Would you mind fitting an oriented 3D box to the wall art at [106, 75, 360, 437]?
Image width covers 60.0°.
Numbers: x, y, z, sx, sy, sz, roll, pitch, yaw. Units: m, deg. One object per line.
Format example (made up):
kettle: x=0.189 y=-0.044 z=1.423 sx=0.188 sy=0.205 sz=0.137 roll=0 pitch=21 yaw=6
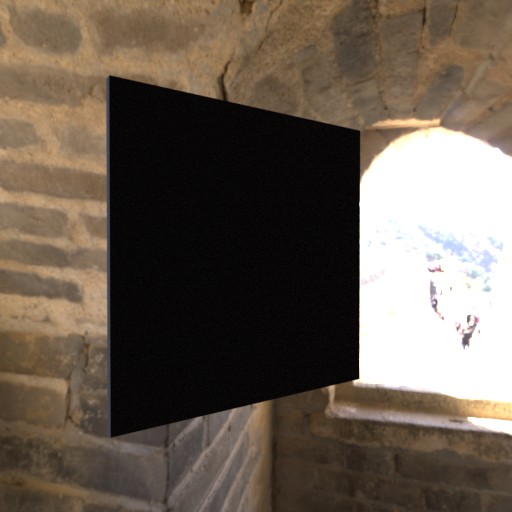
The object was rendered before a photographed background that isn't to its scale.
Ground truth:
wall art: x=0.000 y=0.000 z=0.694 sx=0.456 sy=0.458 sz=0.013 roll=0 pitch=1 yaw=-34
